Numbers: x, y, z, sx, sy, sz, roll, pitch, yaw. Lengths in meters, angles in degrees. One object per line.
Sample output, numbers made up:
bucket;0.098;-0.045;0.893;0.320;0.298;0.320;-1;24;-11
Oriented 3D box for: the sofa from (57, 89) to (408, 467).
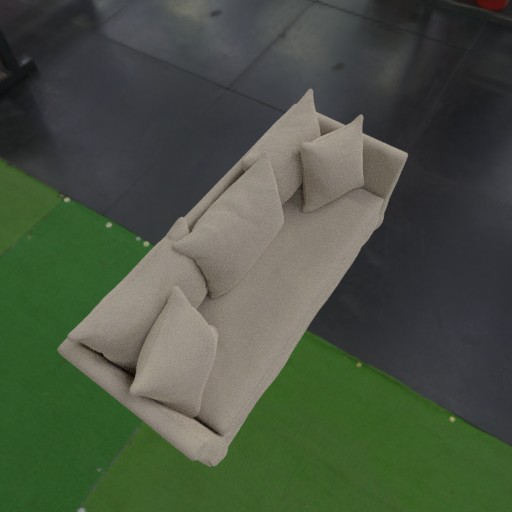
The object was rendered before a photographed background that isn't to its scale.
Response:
sofa;0.000;0.000;3.028;1.046;1.047;2.499;31;63;17
